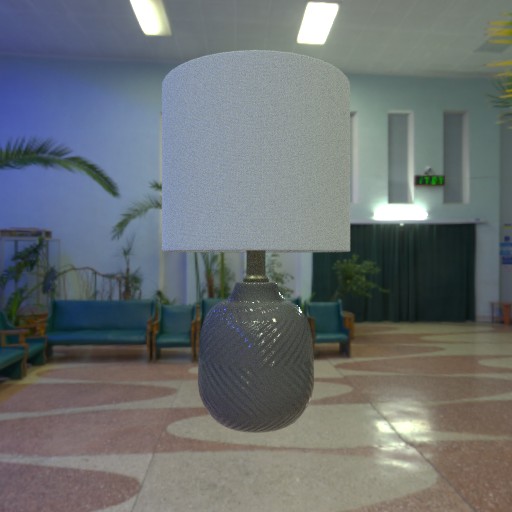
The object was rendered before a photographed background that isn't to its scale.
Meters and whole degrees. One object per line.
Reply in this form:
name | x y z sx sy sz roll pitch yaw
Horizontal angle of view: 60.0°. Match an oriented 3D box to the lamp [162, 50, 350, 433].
lamp | 0.000 0.000 0.497 0.207 0.366 0.207 0 0 0
